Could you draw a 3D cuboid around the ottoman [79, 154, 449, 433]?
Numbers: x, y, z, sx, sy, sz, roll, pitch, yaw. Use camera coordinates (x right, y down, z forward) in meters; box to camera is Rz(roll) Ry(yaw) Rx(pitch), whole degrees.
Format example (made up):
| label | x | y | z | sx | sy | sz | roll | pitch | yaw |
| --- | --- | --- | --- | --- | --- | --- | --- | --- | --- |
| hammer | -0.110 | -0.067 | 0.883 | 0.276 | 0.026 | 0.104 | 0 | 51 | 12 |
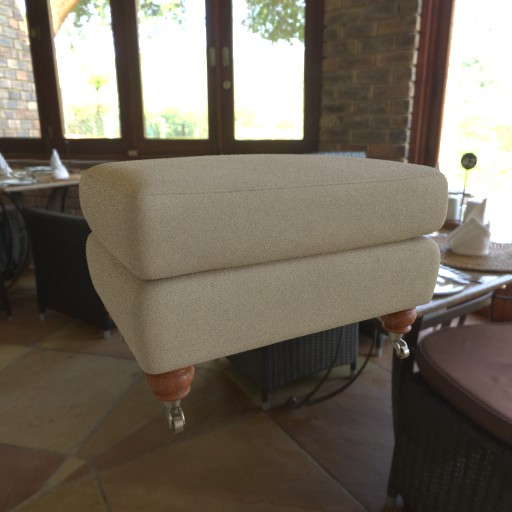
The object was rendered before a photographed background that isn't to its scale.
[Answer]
| label | x | y | z | sx | sy | sz | roll | pitch | yaw |
| --- | --- | --- | --- | --- | --- | --- | --- | --- | --- |
| ottoman | 0.000 | 0.000 | 1.144 | 0.773 | 0.504 | 0.569 | -9 | 18 | -28 |
